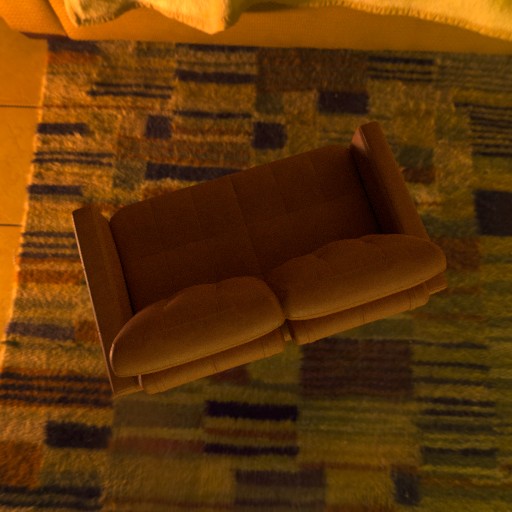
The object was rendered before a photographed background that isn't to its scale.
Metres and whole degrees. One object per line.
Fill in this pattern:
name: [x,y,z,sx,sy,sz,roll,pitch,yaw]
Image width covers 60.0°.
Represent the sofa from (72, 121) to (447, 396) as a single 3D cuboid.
sofa: [0.000,0.000,1.973,1.430,0.898,0.868,-17,77,-4]
